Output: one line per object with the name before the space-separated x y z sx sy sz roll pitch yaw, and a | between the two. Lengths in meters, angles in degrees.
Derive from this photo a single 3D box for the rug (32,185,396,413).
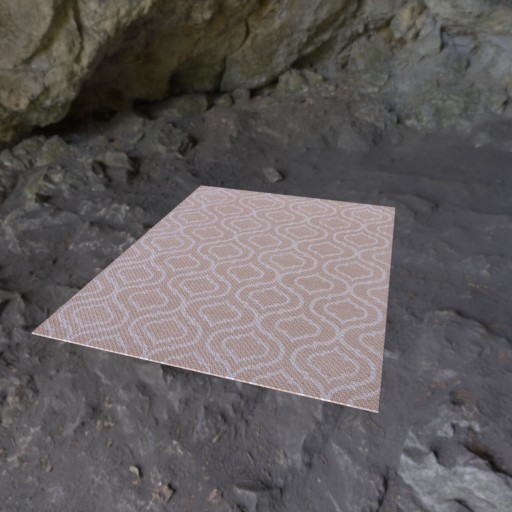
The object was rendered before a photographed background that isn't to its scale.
rug | 0.000 0.000 3.903 2.286 0.013 2.894 9 31 15
